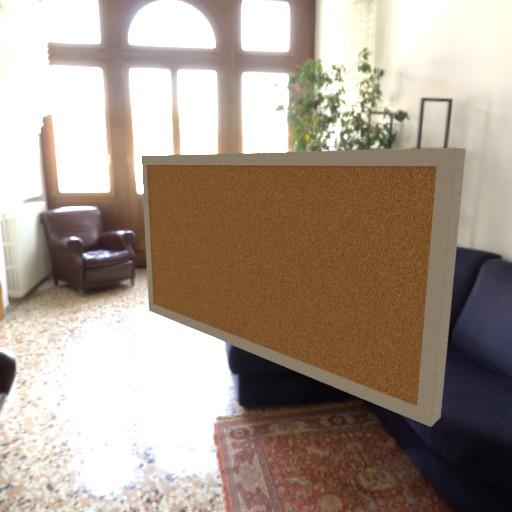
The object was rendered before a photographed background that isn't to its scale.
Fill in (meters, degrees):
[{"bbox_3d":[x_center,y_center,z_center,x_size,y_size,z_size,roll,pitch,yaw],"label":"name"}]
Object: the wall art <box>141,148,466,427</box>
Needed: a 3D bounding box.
[{"bbox_3d":[0.000,0.000,0.950,0.812,0.431,0.038,11,16,43],"label":"wall art"}]
